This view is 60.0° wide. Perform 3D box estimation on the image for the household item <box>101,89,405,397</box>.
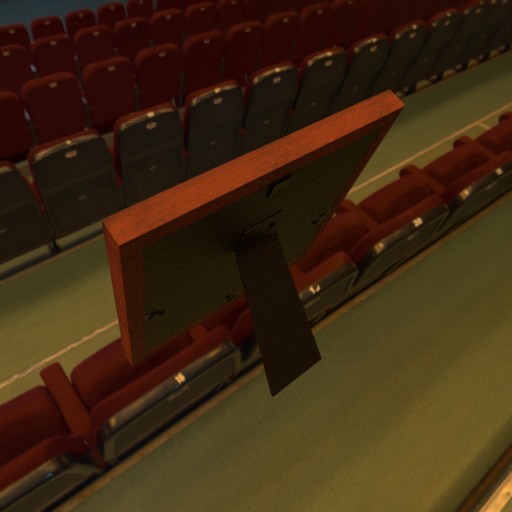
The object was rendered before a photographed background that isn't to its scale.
[{"bbox_3d":[0.000,0.000,0.385,0.240,0.240,0.131,-30,53,-26],"label":"household item"}]
